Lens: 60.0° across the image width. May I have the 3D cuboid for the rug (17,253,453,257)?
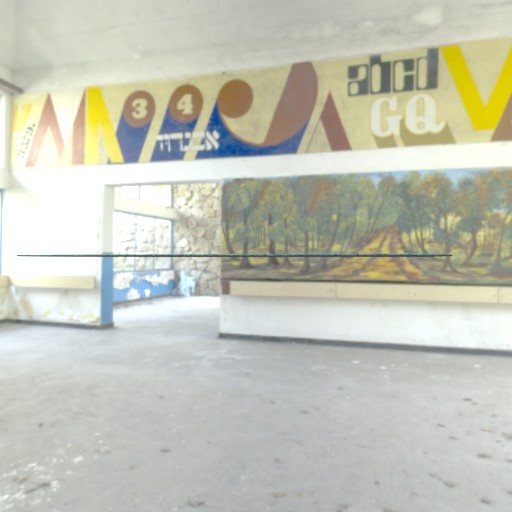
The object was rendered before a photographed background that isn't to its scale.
[{"bbox_3d":[0.000,0.000,4.066,3.050,0.016,2.441,0,0,17],"label":"rug"}]
